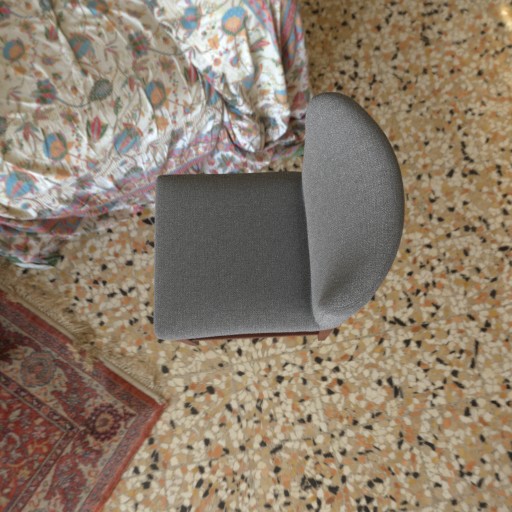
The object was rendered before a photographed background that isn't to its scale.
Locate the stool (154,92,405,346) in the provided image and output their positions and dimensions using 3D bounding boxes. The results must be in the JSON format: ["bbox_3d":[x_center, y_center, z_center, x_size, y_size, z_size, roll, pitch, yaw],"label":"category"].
[{"bbox_3d":[0.000,0.000,1.301,0.568,0.968,0.479,-3,75,-1],"label":"stool"}]
